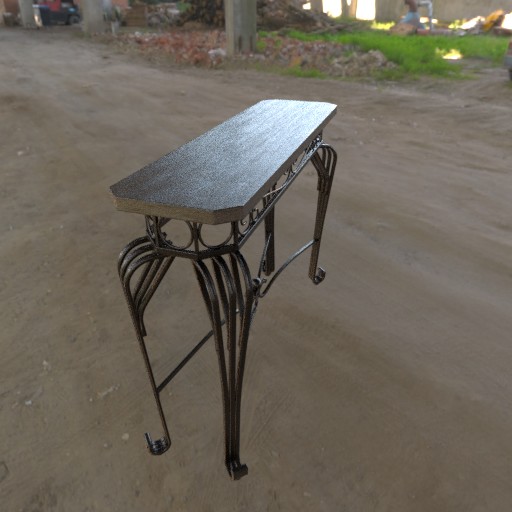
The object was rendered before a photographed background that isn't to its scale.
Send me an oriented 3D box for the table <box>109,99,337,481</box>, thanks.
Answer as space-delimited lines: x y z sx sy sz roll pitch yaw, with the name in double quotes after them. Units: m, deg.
0.000 0.000 1.467 0.329 0.800 1.112 10 31 16 "table"
